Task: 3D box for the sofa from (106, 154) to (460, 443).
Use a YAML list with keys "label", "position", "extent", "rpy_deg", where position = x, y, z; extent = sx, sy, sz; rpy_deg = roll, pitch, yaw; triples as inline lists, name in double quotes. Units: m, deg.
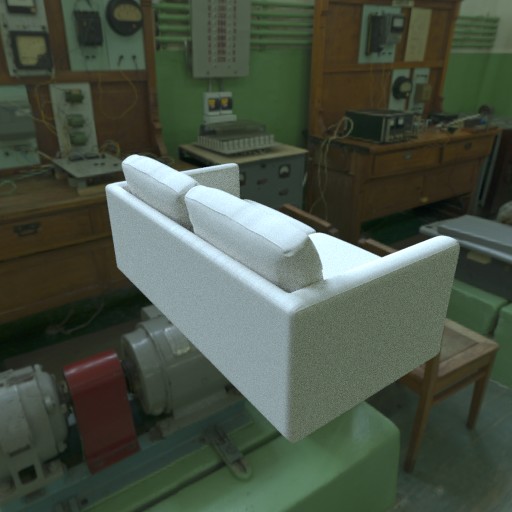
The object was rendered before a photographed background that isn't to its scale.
- label: "sofa"
  position: [0.000, 0.000, 2.291]
  extent: [0.940, 0.893, 1.713]
  rpy_deg: [-17, 31, -32]
